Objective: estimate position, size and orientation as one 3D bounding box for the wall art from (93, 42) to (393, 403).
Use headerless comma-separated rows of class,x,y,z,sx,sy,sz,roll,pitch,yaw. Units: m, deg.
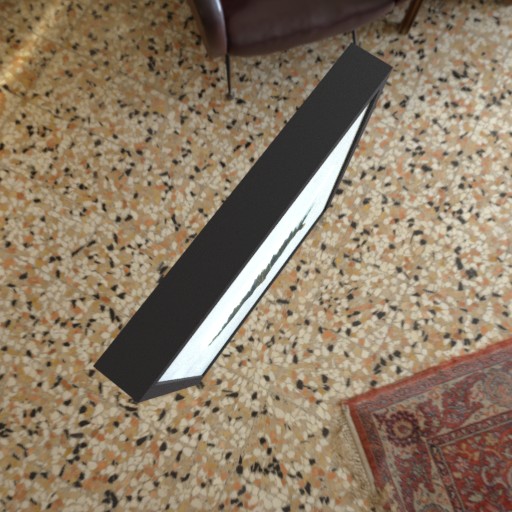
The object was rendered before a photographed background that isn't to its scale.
wall art,0.000,0.000,0.460,0.038,0.304,0.304,35,79,8
